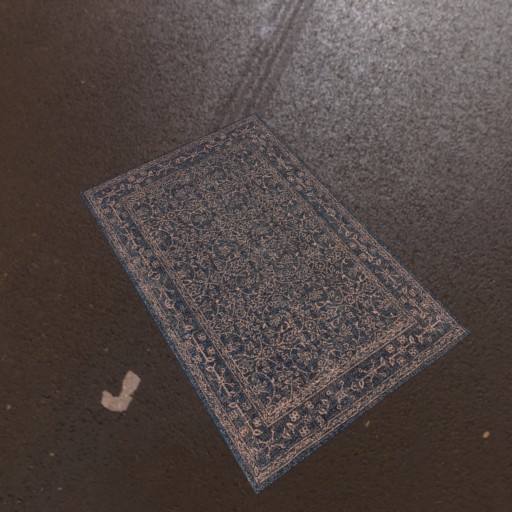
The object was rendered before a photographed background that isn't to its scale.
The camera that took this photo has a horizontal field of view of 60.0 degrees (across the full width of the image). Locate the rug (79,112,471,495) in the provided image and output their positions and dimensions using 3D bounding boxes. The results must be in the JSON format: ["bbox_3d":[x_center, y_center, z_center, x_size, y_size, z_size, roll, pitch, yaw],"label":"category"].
[{"bbox_3d":[0.000,0.000,2.282,1.200,0.005,1.819,-29,63,-17],"label":"rug"}]
